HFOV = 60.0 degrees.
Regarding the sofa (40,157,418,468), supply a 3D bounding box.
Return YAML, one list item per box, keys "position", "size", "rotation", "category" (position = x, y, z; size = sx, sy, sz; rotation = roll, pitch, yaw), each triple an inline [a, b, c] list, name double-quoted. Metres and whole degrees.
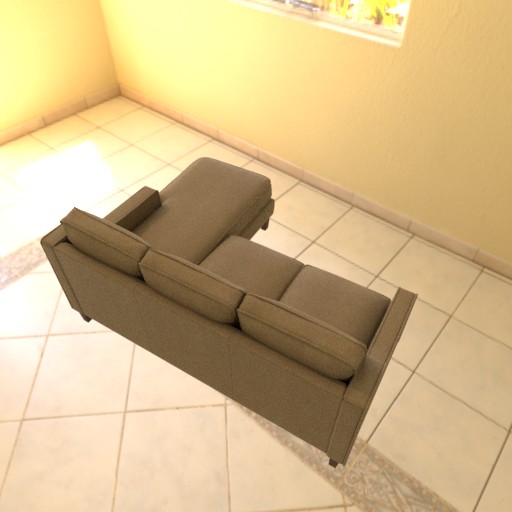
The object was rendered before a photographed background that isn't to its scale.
- position: [0.000, 0.000, 3.320]
  size: [2.317, 1.081, 1.858]
  rotation: [23, 50, 21]
  category: "sofa"
